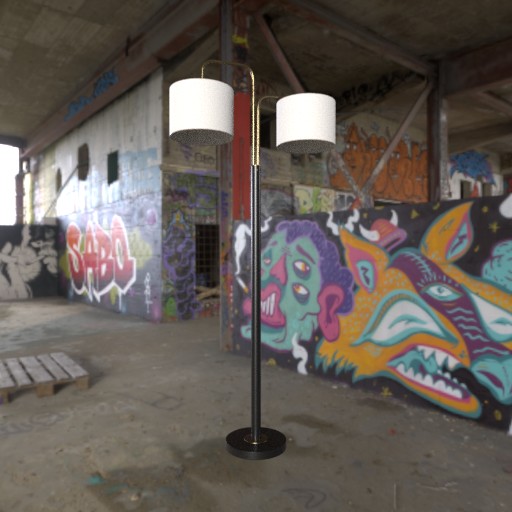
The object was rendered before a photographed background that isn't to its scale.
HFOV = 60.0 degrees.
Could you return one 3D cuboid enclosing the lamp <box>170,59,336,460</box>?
[{"bbox_3d":[0.000,0.000,1.848,0.711,1.587,0.254,0,0,-19],"label":"lamp"}]
